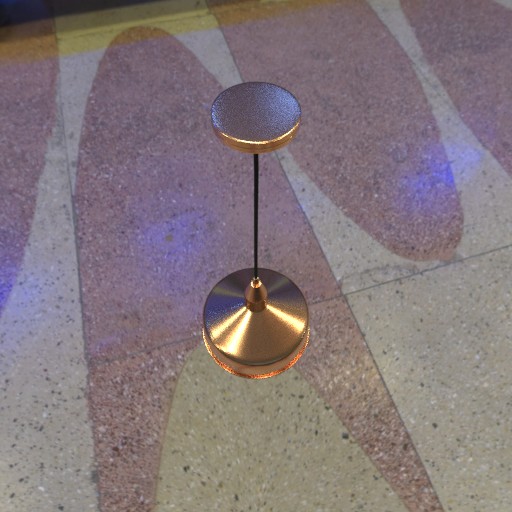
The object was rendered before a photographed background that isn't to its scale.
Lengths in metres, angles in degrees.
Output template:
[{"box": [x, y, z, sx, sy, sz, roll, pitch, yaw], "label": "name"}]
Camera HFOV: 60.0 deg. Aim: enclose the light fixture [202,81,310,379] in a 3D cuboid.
[{"box": [0.000, 0.000, 0.922, 0.301, 0.754, 0.301, -13, 59, -8], "label": "light fixture"}]
